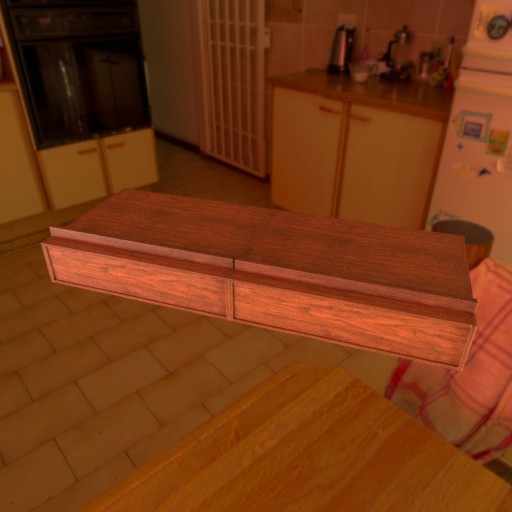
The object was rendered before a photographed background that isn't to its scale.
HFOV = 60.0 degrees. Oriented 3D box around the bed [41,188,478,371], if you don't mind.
[{"bbox_3d":[0.000,0.000,2.361,2.057,0.326,0.787,10,32,16],"label":"bed"}]
